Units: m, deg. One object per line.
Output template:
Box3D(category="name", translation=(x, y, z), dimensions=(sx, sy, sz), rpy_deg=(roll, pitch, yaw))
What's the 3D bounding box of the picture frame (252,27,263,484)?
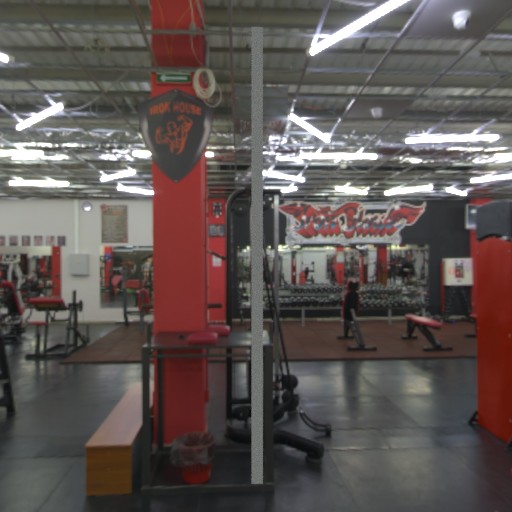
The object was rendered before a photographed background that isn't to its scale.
Box3D(category="picture frame", translation=(0.000, 0.000, 0.608), dimensions=(0.011, 0.459, 0.326), rpy_deg=(0, -1, 0))
